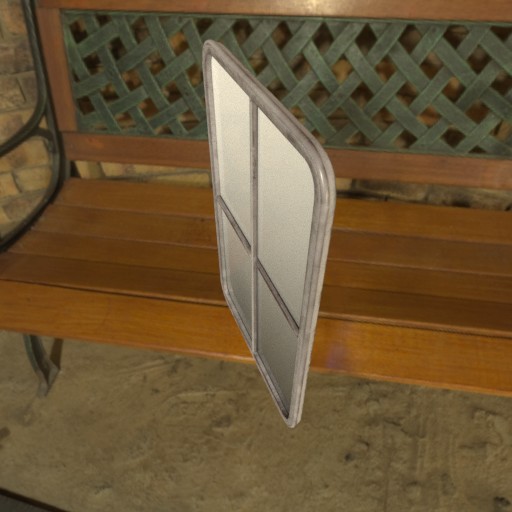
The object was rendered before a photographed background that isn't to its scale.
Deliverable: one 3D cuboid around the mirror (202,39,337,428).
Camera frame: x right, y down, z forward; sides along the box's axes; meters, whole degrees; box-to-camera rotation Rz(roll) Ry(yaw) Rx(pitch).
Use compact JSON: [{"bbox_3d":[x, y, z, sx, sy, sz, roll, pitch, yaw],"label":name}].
[{"bbox_3d":[0.000,0.000,0.887,0.024,0.713,0.461,-17,48,-16],"label":"mirror"}]
